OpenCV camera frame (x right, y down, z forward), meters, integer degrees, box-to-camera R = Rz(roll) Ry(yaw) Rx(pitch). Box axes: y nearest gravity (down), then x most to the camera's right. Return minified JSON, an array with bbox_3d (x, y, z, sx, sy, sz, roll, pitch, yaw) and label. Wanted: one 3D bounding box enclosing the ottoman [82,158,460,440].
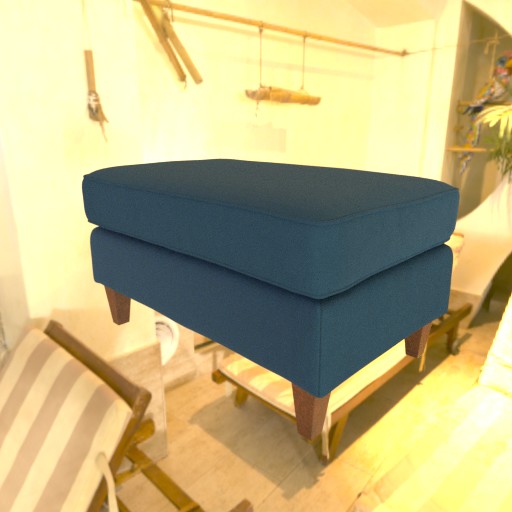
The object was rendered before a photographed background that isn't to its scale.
[{"bbox_3d":[0.000,0.000,1.208,0.862,0.484,0.583,16,23,42],"label":"ottoman"}]
